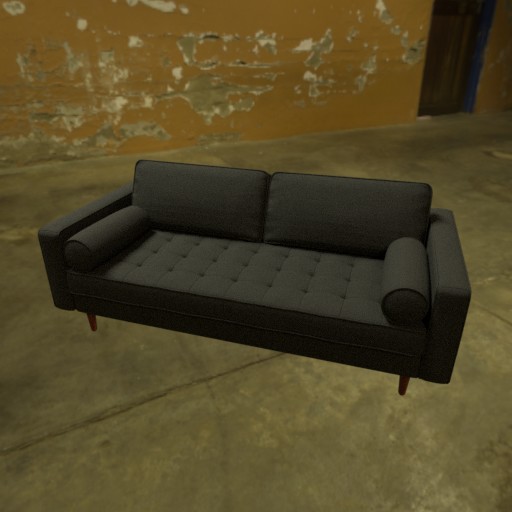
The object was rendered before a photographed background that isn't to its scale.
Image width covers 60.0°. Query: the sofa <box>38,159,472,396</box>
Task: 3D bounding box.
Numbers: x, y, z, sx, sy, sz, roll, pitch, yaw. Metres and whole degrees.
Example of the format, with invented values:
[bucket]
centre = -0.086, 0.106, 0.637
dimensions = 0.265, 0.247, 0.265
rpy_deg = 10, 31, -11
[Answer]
[sofa]
centre = 0.000, 0.000, 2.256
dimensions = 1.875, 0.759, 0.914
rpy_deg = 8, 27, 16
